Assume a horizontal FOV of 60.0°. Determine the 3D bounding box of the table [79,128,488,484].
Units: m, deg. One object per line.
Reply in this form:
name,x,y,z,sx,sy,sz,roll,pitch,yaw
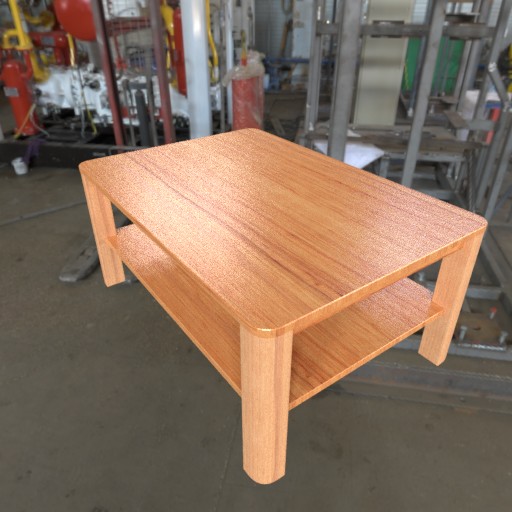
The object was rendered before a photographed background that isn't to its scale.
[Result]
table,0.000,0.000,1.352,0.696,0.445,0.997,-21,37,-30
